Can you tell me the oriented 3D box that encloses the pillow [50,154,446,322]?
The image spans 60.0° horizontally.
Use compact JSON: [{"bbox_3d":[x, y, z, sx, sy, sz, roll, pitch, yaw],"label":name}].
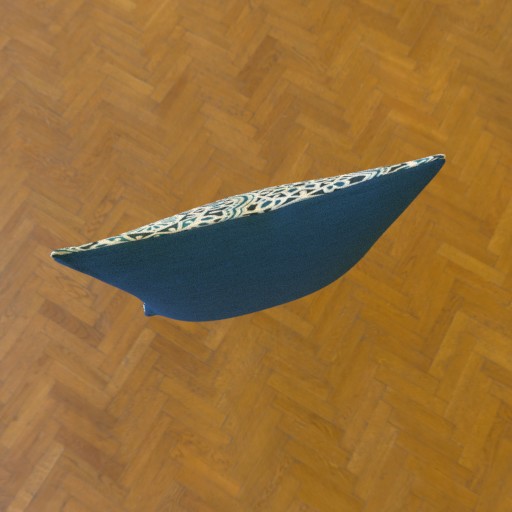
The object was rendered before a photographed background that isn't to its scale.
[{"bbox_3d":[0.000,0.000,0.666,0.440,0.420,0.145,-15,75,-4],"label":"pillow"}]
